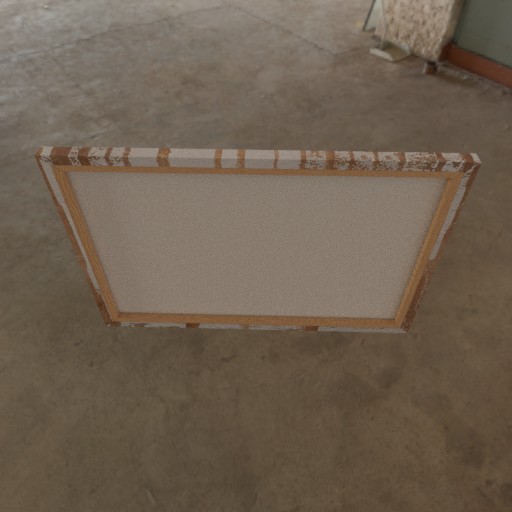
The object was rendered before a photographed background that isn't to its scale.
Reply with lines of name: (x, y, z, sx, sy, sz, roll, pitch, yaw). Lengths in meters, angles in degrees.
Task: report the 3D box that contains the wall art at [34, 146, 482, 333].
wall art: (0.000, 0.000, 1.137, 0.914, 0.609, 0.035, 1, 46, 1)
